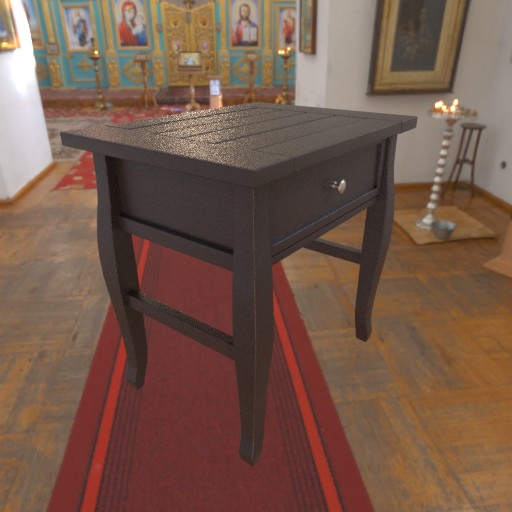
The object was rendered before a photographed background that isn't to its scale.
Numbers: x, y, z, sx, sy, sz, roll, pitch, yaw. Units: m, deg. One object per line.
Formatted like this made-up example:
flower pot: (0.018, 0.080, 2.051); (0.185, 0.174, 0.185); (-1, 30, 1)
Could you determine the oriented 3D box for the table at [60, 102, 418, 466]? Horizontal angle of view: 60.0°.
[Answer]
table: (0.000, 0.000, 1.041); (0.460, 0.605, 0.602); (18, 31, 33)
